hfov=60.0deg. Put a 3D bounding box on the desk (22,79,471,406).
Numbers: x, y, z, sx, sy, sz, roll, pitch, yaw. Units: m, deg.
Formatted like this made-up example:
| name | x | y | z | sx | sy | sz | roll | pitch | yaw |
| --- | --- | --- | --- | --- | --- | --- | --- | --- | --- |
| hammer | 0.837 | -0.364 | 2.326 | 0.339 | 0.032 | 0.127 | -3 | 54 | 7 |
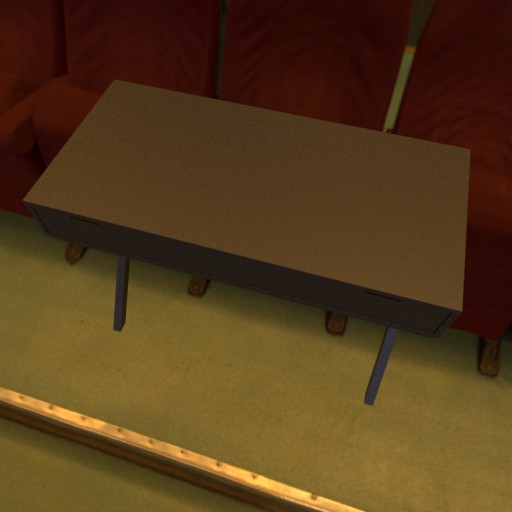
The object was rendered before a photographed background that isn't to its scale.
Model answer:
| name | x | y | z | sx | sy | sz | roll | pitch | yaw |
| --- | --- | --- | --- | --- | --- | --- | --- | --- | --- |
| desk | 0.000 | 0.000 | 1.473 | 1.057 | 0.780 | 0.504 | 14 | 58 | 9 |
